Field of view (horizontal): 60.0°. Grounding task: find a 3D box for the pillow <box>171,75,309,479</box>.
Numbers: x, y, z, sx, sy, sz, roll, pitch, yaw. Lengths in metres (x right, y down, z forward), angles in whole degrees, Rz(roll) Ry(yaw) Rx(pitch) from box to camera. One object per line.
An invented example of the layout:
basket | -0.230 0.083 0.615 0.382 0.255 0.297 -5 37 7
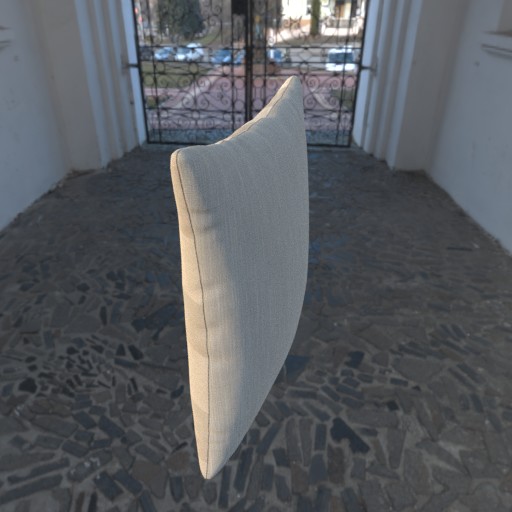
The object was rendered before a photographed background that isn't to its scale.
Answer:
pillow | 0.000 0.000 0.755 0.161 0.509 0.511 9 31 15
